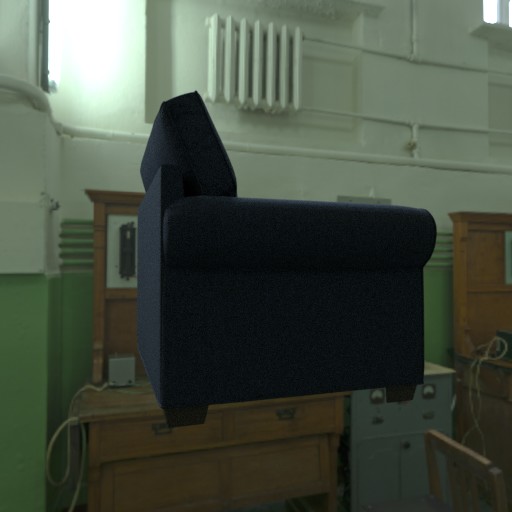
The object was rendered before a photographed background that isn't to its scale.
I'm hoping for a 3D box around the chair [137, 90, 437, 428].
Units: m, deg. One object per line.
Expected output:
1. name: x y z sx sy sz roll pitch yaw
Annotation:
1. chair: 0.000 0.000 1.971 0.963 1.044 1.285 0 -1 -18
